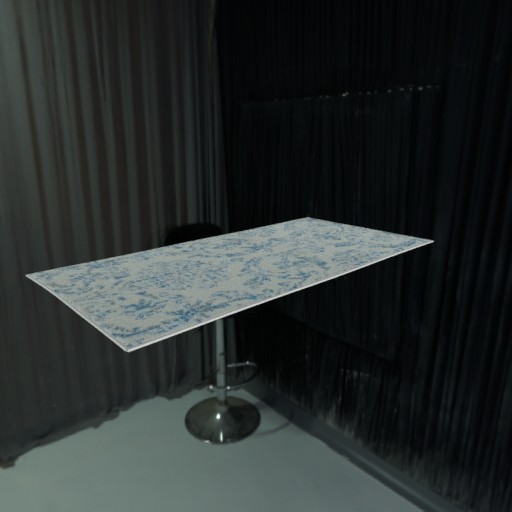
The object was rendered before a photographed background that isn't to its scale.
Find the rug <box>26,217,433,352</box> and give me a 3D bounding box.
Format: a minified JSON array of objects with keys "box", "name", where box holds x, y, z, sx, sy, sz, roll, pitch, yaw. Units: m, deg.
[{"box":[0.000,0.000,1.432,1.220,0.007,0.605,-15,22,-41],"name":"rug"}]
